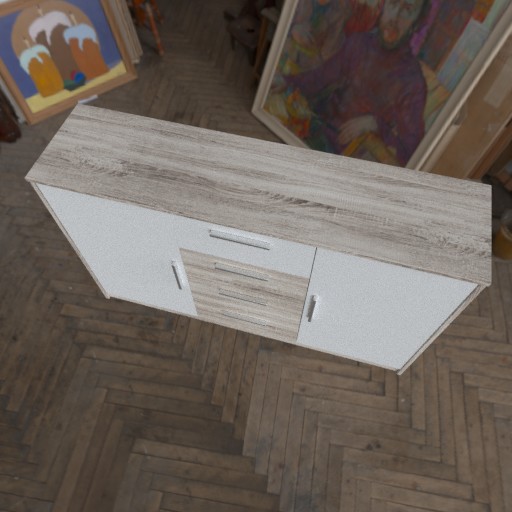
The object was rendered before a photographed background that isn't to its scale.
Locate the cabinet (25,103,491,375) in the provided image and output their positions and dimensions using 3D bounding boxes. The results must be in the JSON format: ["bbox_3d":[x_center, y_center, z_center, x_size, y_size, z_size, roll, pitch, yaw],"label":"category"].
[{"bbox_3d":[0.000,0.000,1.801,1.450,0.900,0.380,13,60,8],"label":"cabinet"}]
